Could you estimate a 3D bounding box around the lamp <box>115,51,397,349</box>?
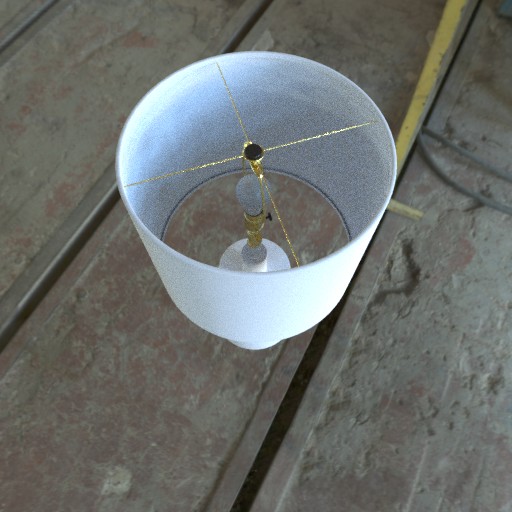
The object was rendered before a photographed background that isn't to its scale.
[{"bbox_3d":[0.000,0.000,0.716,0.301,0.533,0.301,-16,65,-8],"label":"lamp"}]
